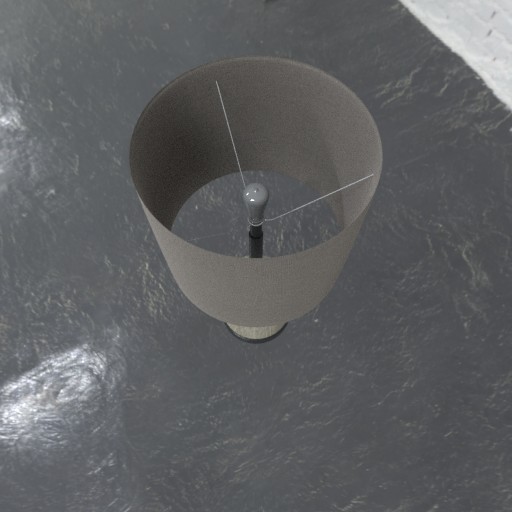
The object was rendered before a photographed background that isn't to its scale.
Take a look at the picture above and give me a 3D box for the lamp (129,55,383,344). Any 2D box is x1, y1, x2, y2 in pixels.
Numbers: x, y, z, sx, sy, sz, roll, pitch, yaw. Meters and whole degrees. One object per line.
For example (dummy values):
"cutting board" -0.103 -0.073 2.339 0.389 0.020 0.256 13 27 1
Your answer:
"lamp" 0.000 0.000 0.611 0.229 0.470 0.229 35 70 15
